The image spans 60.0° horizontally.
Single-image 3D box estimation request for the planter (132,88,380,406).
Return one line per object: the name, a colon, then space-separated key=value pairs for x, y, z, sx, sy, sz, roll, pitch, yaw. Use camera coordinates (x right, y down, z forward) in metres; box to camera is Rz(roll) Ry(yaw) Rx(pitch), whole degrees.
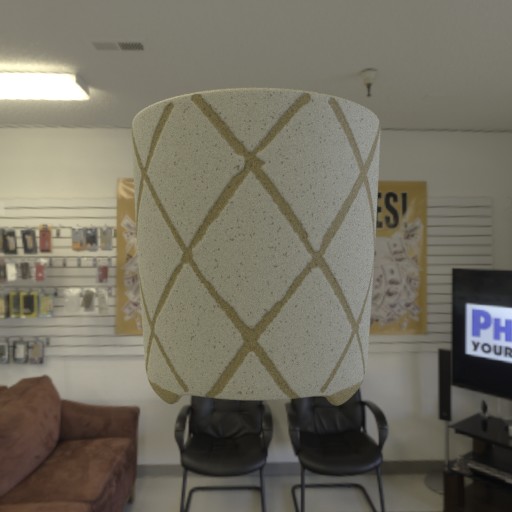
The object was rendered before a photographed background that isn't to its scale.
planter: x=0.000 y=0.000 z=0.421 sx=0.228 sy=0.235 sz=0.228 roll=0 pitch=0 yaw=0
